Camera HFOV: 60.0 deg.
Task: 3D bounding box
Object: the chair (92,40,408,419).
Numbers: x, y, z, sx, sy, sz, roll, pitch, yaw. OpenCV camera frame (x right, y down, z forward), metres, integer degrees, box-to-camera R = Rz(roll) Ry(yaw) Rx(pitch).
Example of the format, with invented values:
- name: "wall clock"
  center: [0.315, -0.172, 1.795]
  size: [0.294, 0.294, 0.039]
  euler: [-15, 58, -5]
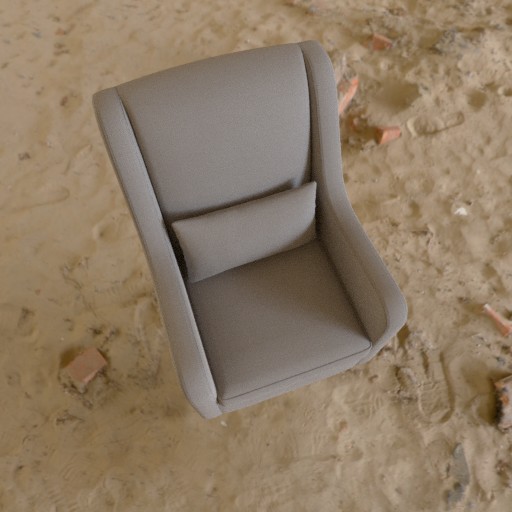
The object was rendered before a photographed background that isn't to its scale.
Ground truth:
- name: "chair"
  center: [0.000, 0.000, 1.555]
  size: [0.715, 1.010, 0.863]
  euler: [-17, 65, -9]
